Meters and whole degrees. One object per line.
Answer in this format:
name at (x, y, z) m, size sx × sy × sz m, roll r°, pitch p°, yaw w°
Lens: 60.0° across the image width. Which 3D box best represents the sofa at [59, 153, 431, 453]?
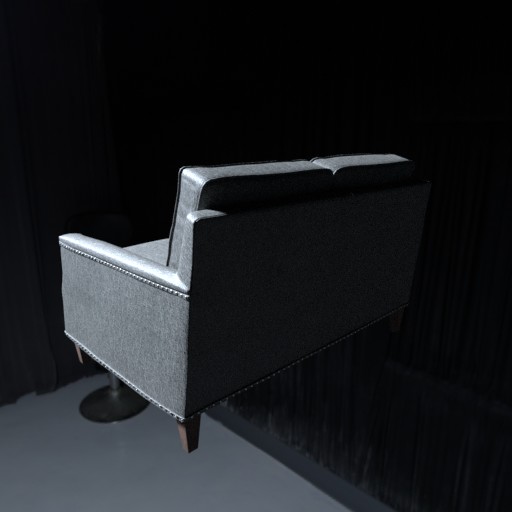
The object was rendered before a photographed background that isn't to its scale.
sofa at (0.000, 0.000, 2.233) m, size 1.597 × 1.003 × 1.084 m, roll -14°, pitch 21°, yaw -42°
